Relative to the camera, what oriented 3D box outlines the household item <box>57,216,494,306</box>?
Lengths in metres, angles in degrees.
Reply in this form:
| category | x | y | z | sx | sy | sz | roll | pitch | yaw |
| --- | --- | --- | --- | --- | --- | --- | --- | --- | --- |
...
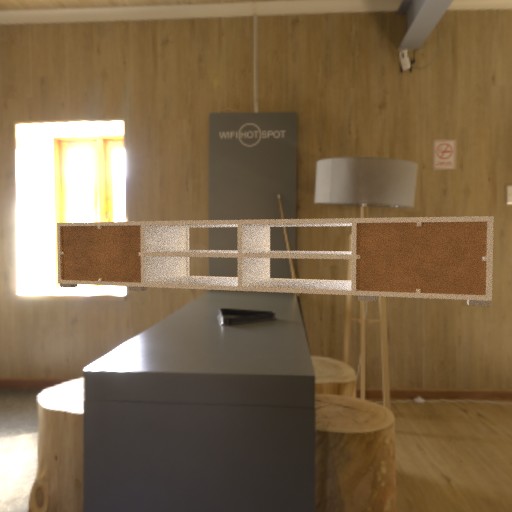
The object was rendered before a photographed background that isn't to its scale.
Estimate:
| category | x | y | z | sx | sy | sz | roll | pitch | yaw |
| --- | --- | --- | --- | --- | --- | --- | --- | --- | --- |
| household item | 0.000 | 0.000 | 2.010 | 1.850 | 0.310 | 0.420 | 1 | 2 | 19 |
